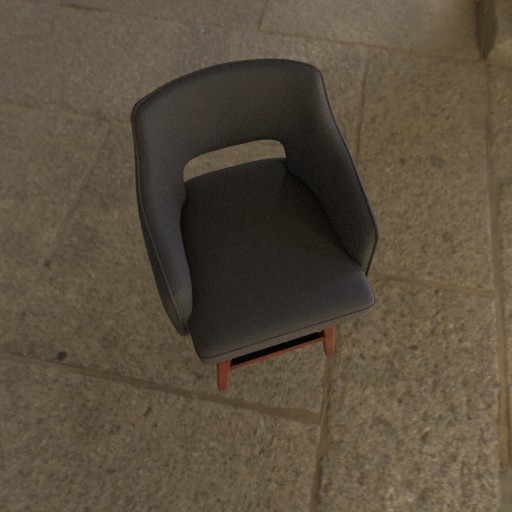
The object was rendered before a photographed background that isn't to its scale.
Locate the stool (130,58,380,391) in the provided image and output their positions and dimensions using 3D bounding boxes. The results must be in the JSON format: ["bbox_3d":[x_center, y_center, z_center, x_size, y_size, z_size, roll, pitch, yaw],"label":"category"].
[{"bbox_3d":[0.000,0.000,1.281,0.548,0.912,0.558,-16,65,-8],"label":"stool"}]
